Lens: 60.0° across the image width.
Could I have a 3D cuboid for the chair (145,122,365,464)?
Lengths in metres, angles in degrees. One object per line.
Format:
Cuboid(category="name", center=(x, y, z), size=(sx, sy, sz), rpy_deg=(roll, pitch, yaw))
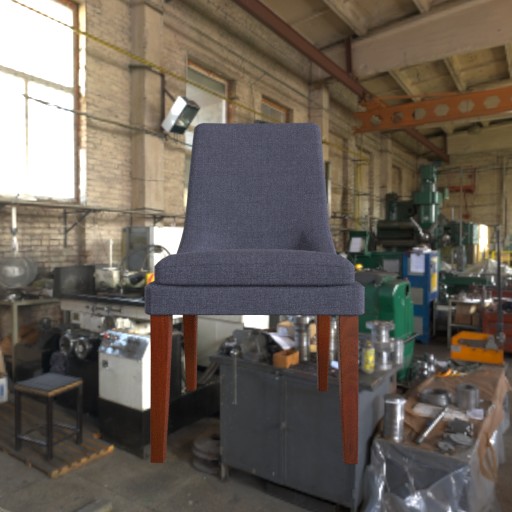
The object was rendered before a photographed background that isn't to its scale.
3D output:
Cuboid(category="chair", center=(0.000, 0.000, 1.330), size=(0.508, 0.952, 0.655), rpy_deg=(0, 1, 1))
